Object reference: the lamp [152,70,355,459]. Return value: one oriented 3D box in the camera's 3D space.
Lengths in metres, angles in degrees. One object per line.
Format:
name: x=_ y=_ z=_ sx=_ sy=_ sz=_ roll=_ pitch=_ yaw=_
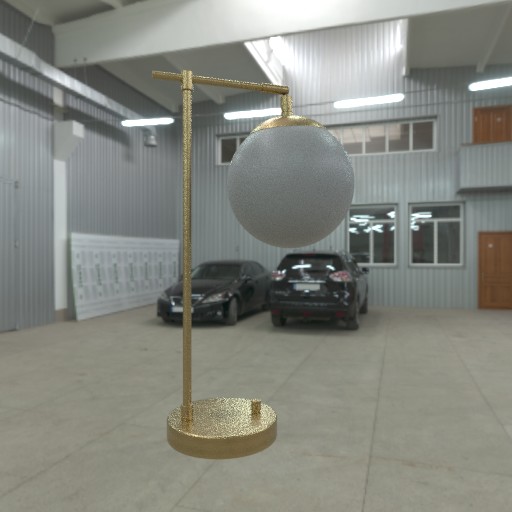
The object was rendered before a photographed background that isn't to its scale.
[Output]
lamp: x=0.000 y=0.000 z=0.709 sx=0.324 sy=0.559 sz=0.207 roll=0 pitch=0 yaw=-18
